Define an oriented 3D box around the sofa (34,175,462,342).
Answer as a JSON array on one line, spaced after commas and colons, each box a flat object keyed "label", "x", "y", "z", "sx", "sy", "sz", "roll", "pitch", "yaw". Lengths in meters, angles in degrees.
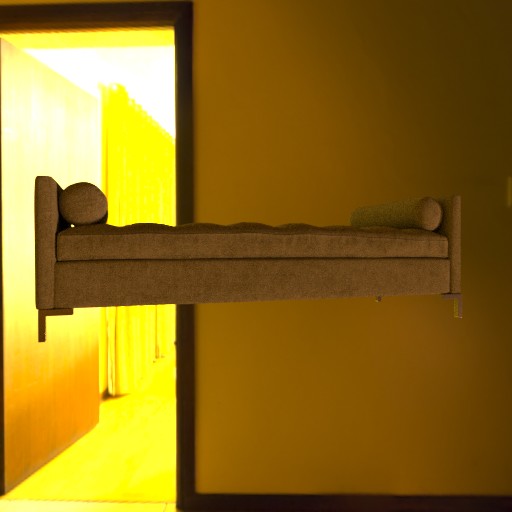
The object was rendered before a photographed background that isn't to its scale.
[{"label": "sofa", "x": 0.000, "y": 0.000, "z": 2.418, "sx": 2.102, "sy": 0.657, "sz": 0.797, "roll": 0, "pitch": 1, "yaw": -18}]
